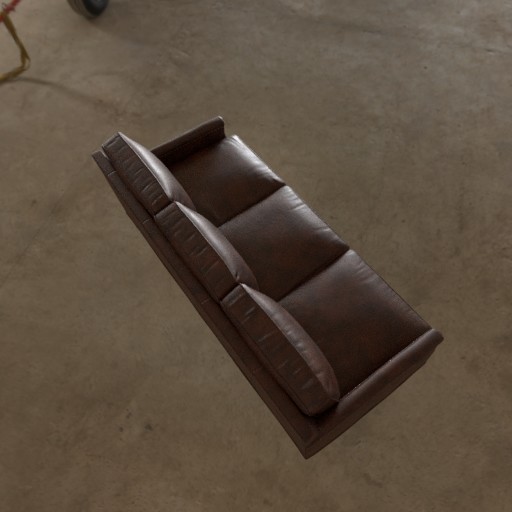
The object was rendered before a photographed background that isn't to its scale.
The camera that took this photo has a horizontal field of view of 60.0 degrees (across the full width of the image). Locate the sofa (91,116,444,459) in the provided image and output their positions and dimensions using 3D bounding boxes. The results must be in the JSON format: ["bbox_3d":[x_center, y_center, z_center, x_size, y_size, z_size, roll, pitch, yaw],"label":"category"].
[{"bbox_3d":[0.000,0.000,2.843,1.084,1.003,2.240,-32,63,-18],"label":"sofa"}]
